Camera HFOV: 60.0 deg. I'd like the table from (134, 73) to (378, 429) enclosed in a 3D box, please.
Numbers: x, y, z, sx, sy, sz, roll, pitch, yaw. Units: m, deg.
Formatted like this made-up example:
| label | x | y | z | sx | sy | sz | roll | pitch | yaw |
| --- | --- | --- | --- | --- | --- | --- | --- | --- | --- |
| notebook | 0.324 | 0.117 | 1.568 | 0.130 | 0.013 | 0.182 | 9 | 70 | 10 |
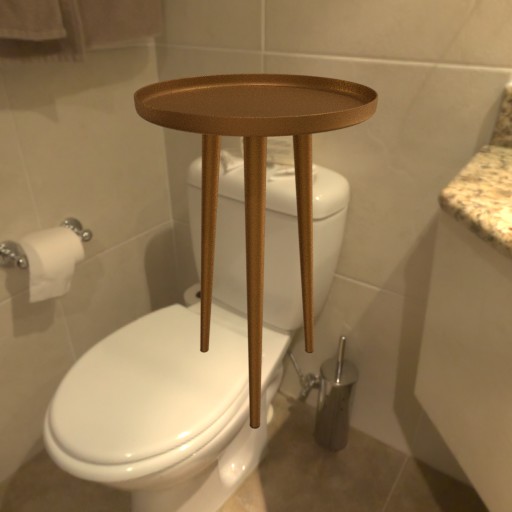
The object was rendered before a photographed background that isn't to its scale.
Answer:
| label | x | y | z | sx | sy | sz | roll | pitch | yaw |
| --- | --- | --- | --- | --- | --- | --- | --- | --- | --- |
| table | 0.000 | 0.000 | 0.676 | 0.299 | 0.480 | 0.299 | -1 | 30 | -2 |
